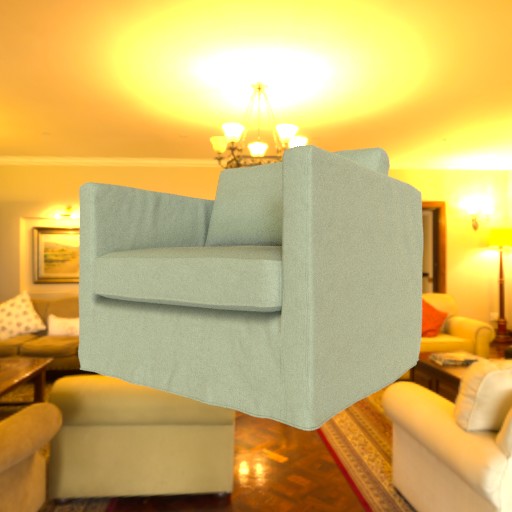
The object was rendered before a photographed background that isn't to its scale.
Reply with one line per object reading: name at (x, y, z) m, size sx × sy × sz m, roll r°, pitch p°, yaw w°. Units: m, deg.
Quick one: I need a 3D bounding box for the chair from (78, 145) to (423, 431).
chair at (0.000, 0.000, 1.757) m, size 1.057 × 0.863 × 0.949 m, roll 0°, pitch 0°, yaw 37°
